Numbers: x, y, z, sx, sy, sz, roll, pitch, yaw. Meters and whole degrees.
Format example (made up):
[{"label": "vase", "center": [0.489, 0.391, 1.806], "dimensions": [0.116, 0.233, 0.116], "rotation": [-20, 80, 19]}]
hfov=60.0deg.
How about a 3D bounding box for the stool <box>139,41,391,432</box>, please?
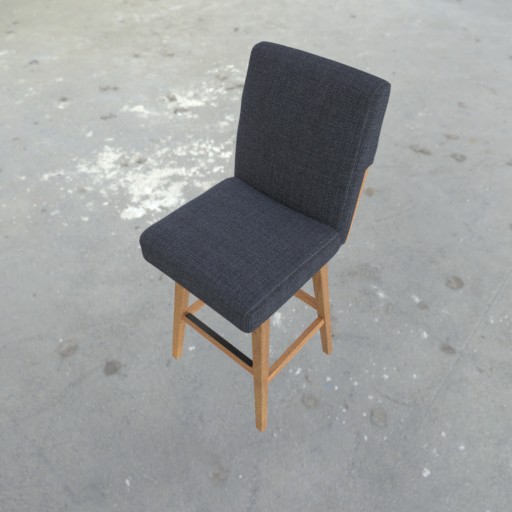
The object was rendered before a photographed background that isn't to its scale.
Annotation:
[{"label": "stool", "center": [0.000, 0.000, 1.428], "dimensions": [0.483, 1.112, 0.570], "rotation": [32, 54, 27]}]
